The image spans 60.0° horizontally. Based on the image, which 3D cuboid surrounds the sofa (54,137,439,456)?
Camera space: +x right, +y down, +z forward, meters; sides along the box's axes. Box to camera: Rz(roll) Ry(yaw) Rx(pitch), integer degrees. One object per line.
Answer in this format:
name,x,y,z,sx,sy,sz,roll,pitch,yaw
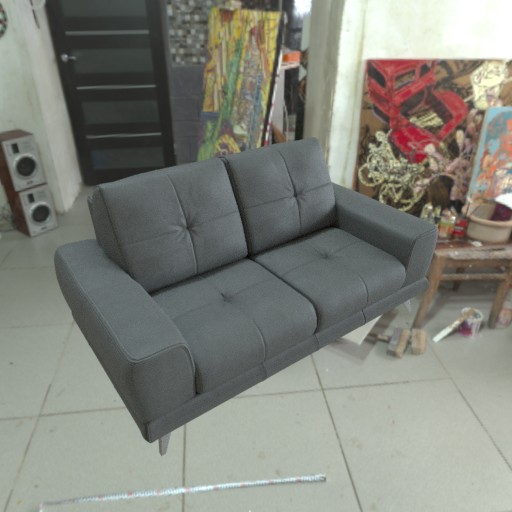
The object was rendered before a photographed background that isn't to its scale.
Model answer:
sofa,0.000,0.000,2.326,1.806,0.907,1.018,-20,36,-30
